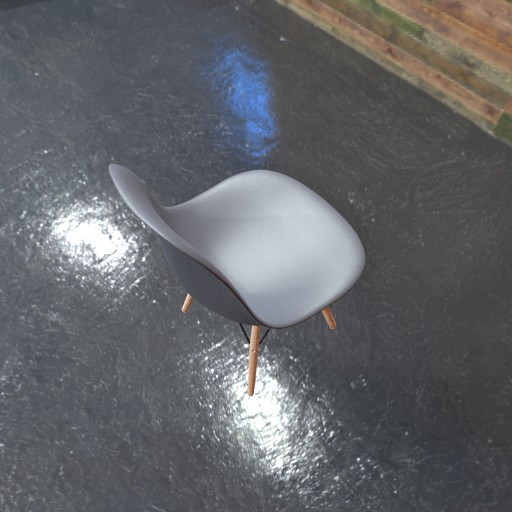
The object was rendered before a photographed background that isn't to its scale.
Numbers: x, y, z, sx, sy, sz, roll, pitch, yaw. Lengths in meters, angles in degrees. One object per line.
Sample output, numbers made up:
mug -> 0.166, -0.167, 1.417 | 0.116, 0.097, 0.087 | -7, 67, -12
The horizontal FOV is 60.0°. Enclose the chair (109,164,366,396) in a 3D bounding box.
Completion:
chair -> 0.000, 0.000, 1.159 | 0.533, 0.826, 0.470 | -34, 64, -19
